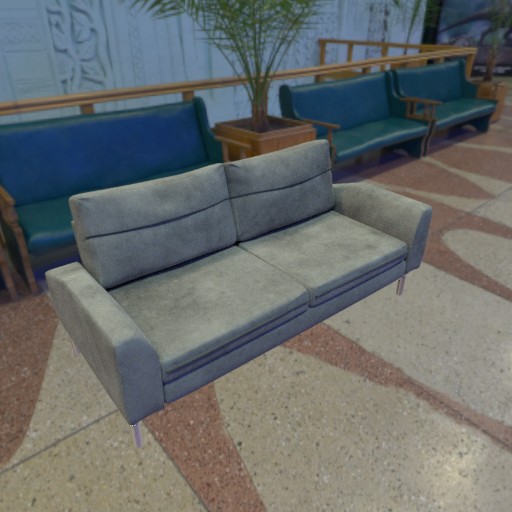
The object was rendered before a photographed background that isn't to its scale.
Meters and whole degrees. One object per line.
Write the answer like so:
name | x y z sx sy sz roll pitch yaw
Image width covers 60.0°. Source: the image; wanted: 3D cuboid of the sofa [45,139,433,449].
sofa | 0.000 0.000 2.278 1.837 0.859 0.849 -21 36 -33
